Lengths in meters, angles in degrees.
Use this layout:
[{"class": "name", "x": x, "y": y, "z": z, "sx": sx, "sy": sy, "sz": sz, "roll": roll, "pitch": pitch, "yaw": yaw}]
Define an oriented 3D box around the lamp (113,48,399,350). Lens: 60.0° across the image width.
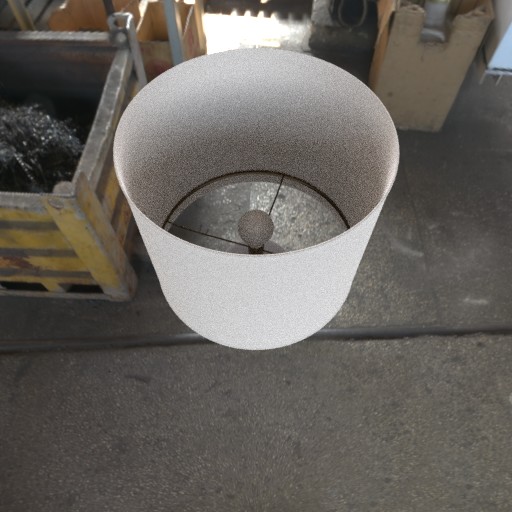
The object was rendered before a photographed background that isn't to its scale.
[{"class": "lamp", "x": 0.000, "y": 0.000, "z": 0.521, "sx": 0.229, "sy": 0.380, "sz": 0.229, "roll": 0, "pitch": 59, "yaw": 0}]
